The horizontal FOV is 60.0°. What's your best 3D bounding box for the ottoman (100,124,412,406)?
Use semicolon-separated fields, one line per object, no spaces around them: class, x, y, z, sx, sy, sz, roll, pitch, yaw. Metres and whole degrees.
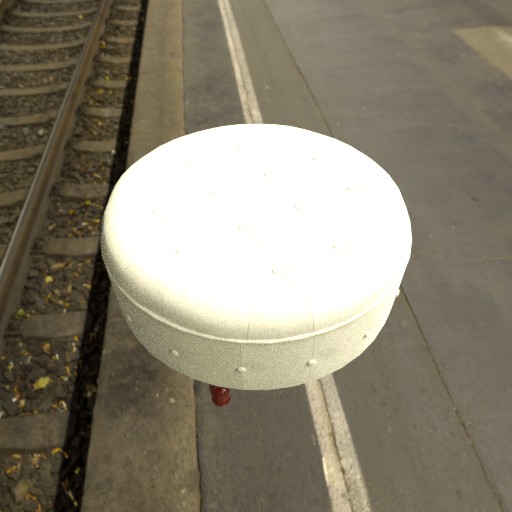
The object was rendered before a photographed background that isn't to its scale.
ottoman;0.000;0.000;1.361;0.850;0.483;0.850;0;45;0
